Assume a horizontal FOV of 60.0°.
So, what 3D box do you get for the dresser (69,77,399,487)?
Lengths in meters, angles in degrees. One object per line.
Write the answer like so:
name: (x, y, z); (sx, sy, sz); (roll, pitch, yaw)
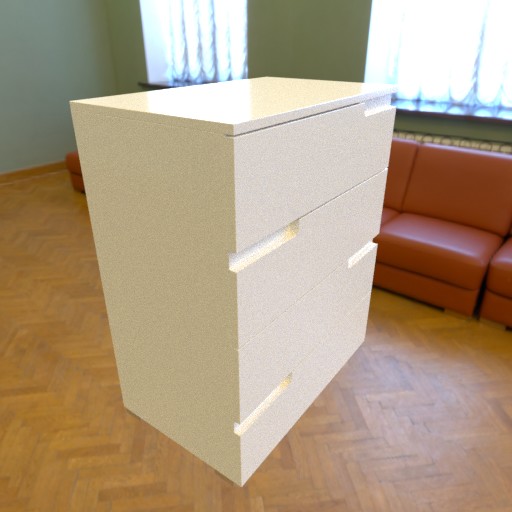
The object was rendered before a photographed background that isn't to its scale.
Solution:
dresser: (0.000, 0.000, 1.146); (0.400, 0.800, 0.650); (18, 32, 32)
